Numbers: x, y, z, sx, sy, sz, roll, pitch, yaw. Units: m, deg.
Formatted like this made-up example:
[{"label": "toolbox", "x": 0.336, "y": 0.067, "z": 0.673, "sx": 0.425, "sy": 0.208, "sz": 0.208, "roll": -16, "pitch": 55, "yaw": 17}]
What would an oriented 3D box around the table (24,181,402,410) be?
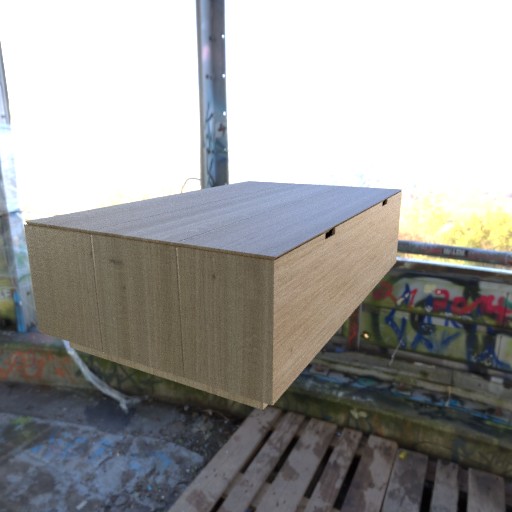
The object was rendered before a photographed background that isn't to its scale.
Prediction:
[{"label": "table", "x": 0.000, "y": 0.000, "z": 1.434, "sx": 0.678, "sy": 0.353, "sz": 1.110, "roll": 8, "pitch": 17, "yaw": 27}]
